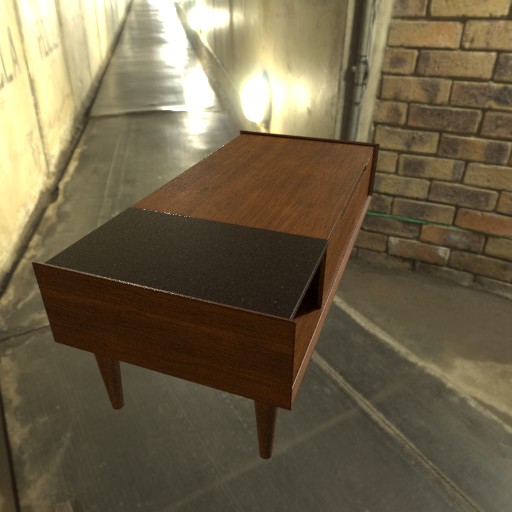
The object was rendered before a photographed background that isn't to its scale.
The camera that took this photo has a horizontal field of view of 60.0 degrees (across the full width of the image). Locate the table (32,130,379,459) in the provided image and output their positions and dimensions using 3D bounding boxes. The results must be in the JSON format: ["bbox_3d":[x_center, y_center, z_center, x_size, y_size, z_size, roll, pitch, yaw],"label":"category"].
[{"bbox_3d":[0.000,0.000,1.515,0.610,0.508,1.221,11,32,18],"label":"table"}]
